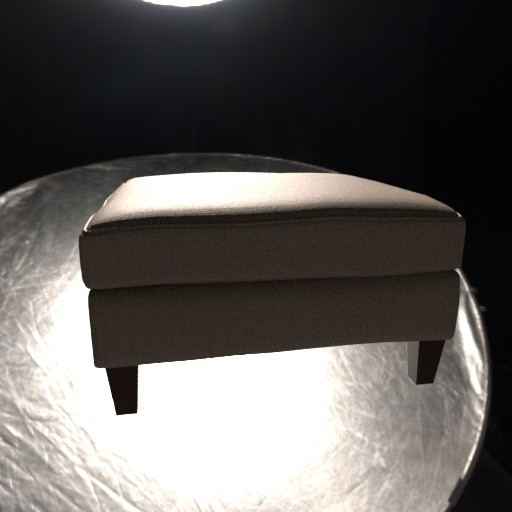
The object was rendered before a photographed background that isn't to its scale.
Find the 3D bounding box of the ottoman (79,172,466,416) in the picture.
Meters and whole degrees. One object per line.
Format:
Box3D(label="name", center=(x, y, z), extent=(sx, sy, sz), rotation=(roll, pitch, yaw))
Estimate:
Box3D(label="ottoman", center=(0.000, 0.000, 1.332), extent=(0.838, 0.481, 0.838), rotation=(-3, 16, -9))
